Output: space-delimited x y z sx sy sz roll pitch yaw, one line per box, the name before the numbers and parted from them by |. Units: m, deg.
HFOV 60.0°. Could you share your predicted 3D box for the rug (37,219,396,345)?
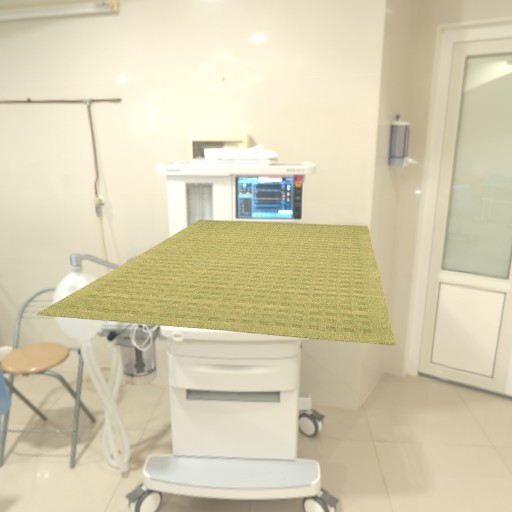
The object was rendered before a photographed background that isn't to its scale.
rug | 0.000 0.000 2.902 1.529 0.007 2.297 3 16 11
